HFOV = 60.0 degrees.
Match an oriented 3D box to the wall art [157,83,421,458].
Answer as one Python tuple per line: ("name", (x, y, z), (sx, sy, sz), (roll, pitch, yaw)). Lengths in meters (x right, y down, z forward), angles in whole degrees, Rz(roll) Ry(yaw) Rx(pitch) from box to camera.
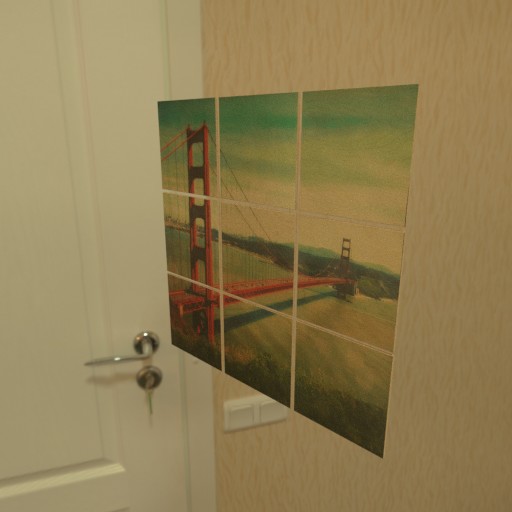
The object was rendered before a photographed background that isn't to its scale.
("wall art", (0.000, 0.000, 2.200), (1.519, 1.507, 0.014), (15, 22, 42))
